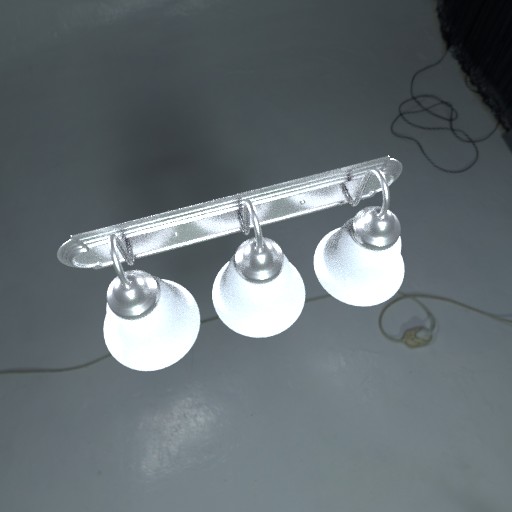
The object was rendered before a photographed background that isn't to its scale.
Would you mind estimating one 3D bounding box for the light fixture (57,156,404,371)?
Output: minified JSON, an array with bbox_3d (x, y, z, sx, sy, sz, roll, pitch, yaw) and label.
[{"bbox_3d":[0.000,0.000,0.696,0.610,0.222,0.199,-15,64,-8],"label":"light fixture"}]
